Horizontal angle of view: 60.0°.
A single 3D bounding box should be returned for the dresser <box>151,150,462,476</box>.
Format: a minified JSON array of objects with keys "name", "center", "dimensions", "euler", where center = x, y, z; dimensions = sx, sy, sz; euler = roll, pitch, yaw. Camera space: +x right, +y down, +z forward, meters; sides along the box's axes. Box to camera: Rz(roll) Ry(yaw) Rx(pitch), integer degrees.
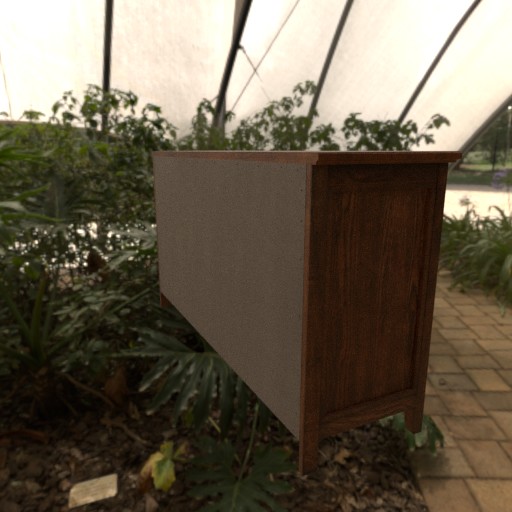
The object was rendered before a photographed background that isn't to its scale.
[{"name":"dresser","center":[0.000,0.000,1.853],"dimensions":[0.463,0.856,1.551],"euler":[-7,15,-26]}]
